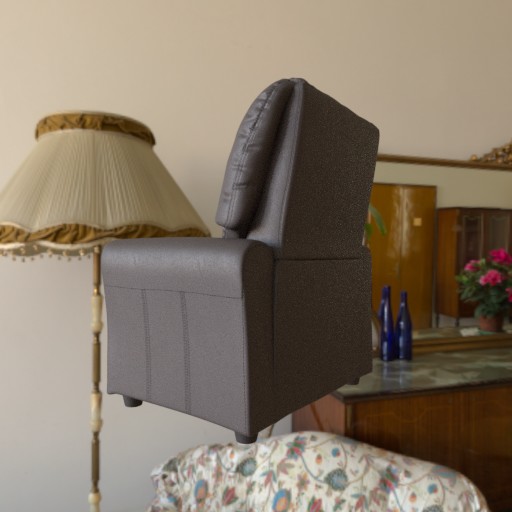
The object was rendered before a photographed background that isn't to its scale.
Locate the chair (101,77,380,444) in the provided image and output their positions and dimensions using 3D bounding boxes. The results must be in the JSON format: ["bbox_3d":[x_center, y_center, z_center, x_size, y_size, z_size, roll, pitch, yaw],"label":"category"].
[{"bbox_3d":[0.000,0.000,1.138,0.521,0.709,0.610,0,0,37],"label":"chair"}]
